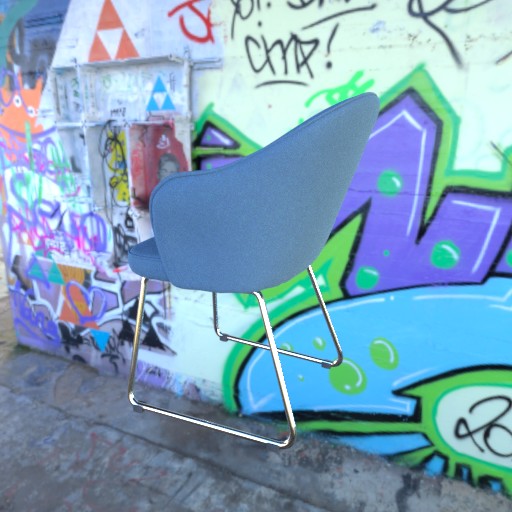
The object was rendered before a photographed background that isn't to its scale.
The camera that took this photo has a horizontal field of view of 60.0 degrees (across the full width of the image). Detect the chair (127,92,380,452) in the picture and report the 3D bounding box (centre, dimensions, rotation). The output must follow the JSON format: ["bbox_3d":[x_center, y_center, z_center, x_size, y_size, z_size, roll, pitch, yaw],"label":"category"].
[{"bbox_3d":[0.000,0.000,1.200,0.585,0.815,0.570,8,18,25],"label":"chair"}]
